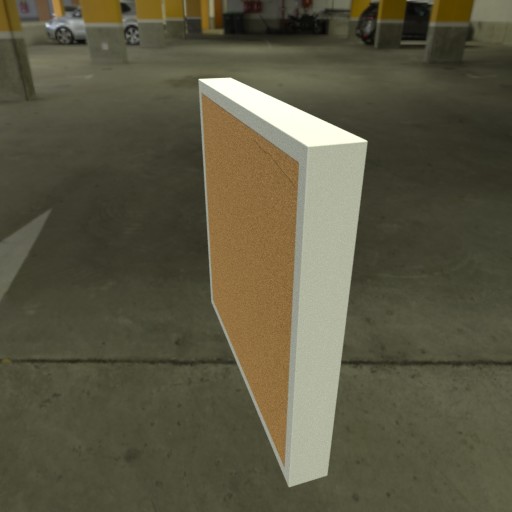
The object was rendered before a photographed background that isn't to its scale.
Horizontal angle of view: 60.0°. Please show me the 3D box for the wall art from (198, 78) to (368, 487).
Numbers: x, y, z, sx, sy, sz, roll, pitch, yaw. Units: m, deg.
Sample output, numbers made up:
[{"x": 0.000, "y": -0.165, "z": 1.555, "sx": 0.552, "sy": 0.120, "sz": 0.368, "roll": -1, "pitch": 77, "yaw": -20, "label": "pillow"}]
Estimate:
[{"x": 0.000, "y": 0.000, "z": 0.453, "sx": 0.038, "sy": 0.305, "sz": 0.305, "roll": -9, "pitch": 30, "yaw": -16, "label": "wall art"}]
